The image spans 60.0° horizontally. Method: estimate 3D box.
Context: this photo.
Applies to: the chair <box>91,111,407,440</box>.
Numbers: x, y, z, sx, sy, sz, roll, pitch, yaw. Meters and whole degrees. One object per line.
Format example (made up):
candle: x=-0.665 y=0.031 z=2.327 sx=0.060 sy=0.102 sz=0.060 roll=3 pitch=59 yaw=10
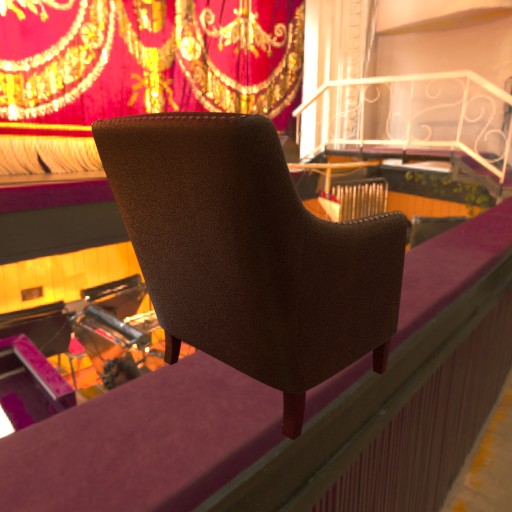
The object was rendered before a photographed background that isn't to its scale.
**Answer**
chair: x=0.000 y=0.000 z=1.342 sx=0.639 sy=0.813 sz=0.704 roll=15 pitch=21 yaw=43
